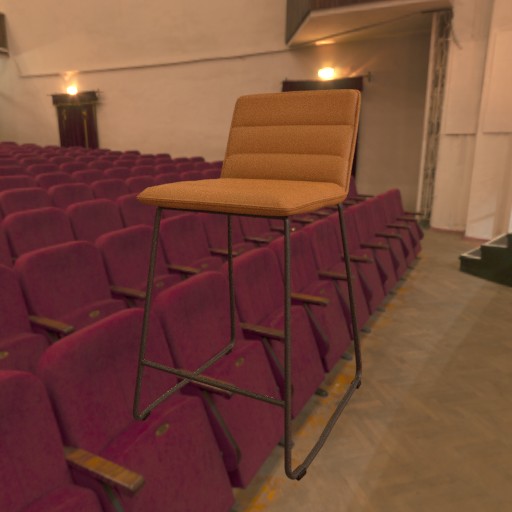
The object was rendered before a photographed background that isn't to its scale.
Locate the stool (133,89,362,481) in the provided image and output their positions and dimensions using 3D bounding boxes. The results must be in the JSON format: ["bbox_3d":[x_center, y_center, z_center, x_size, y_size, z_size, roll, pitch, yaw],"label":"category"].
[{"bbox_3d":[0.000,0.000,1.176,0.489,0.866,0.524,8,16,27],"label":"stool"}]
